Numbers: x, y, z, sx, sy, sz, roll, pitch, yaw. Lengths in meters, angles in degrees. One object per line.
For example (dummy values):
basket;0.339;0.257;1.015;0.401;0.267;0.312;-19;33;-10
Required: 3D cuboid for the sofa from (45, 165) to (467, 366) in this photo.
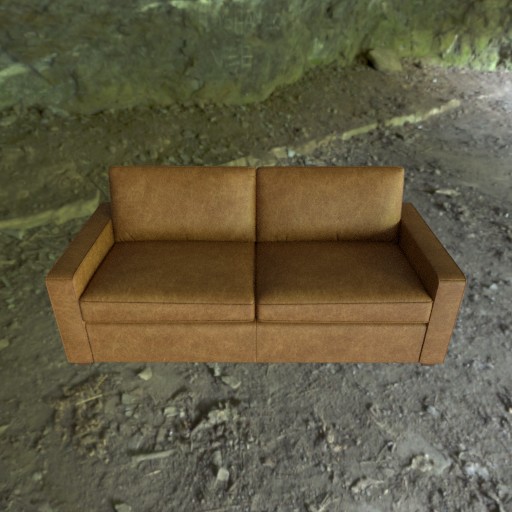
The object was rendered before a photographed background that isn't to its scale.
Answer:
sofa;0.000;0.000;2.665;2.156;0.928;0.991;0;30;0
